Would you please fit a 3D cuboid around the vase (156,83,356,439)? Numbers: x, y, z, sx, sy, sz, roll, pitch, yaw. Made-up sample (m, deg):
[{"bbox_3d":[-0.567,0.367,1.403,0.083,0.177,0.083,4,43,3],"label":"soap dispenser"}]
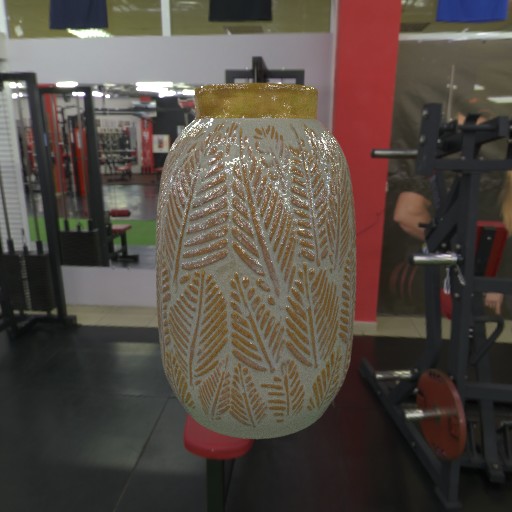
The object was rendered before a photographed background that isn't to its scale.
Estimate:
[{"bbox_3d":[0.000,0.000,0.382,0.172,0.270,0.172,0,15,0],"label":"vase"}]
